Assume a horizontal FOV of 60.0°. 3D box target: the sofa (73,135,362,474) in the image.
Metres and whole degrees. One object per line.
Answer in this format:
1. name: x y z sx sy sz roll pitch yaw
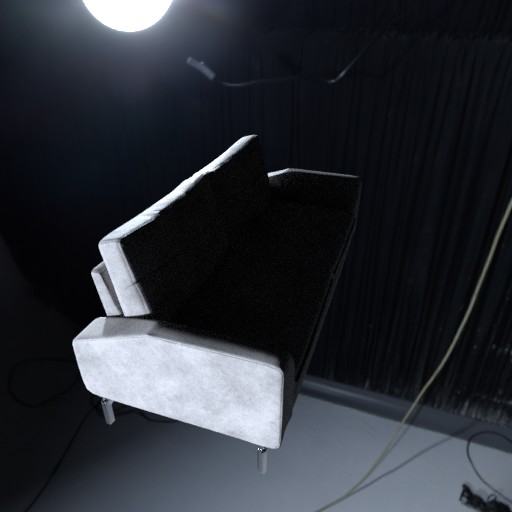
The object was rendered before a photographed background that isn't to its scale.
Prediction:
1. sofa: 0.000 0.000 2.321 0.849 0.859 1.837 10 32 17
